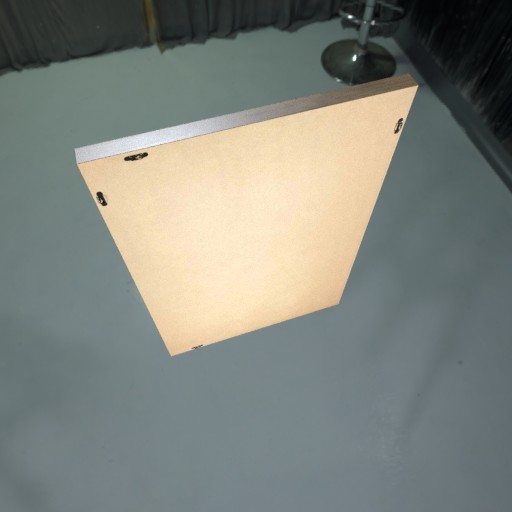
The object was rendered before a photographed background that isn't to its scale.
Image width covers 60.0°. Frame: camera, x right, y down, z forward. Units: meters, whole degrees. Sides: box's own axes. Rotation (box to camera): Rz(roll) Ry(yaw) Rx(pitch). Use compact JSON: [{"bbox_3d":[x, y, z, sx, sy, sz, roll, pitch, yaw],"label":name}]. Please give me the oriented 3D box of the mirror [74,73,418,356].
[{"bbox_3d":[0.000,0.000,1.148,0.609,0.915,0.041,-16,60,-10],"label":"mirror"}]
